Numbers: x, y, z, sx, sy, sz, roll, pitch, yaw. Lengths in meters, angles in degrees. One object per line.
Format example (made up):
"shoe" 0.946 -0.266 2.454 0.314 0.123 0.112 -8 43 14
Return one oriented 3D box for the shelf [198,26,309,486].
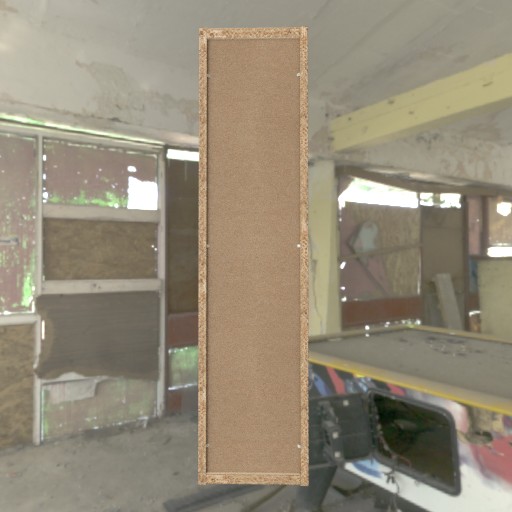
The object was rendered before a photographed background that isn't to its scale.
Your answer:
"shelf" 0.000 0.000 0.725 0.147 0.600 0.290 0 -1 1
